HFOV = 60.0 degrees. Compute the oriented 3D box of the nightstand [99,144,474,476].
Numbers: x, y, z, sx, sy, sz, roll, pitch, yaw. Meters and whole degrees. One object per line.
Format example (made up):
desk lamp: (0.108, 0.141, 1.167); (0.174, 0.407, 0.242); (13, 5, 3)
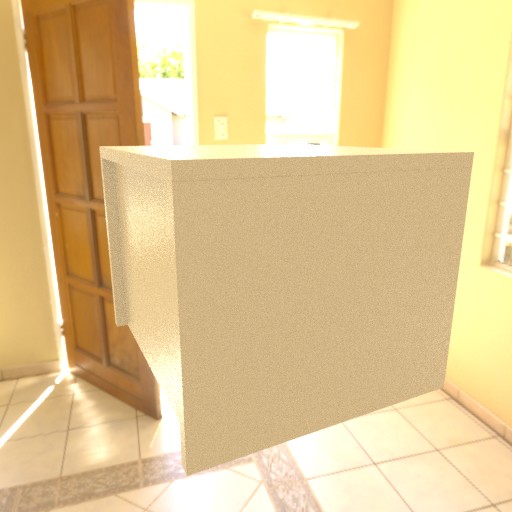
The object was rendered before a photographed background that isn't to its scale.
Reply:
nightstand: (0.000, 0.000, 0.745); (0.408, 0.351, 0.470); (-8, 17, -25)
